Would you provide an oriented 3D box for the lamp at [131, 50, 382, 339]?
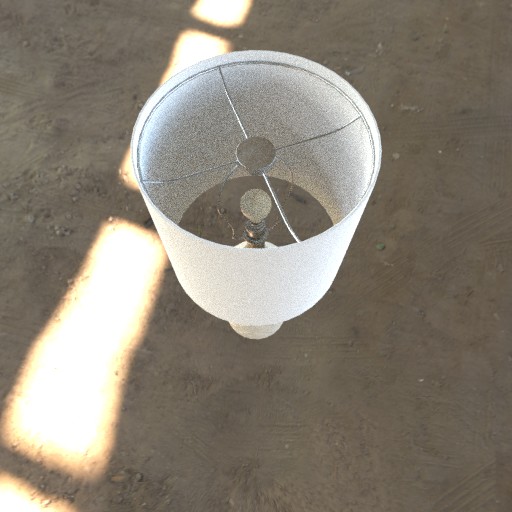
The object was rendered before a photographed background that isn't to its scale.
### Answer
[{"bbox_3d":[0.000,0.000,0.575,0.207,0.461,0.207,-19,67,-8],"label":"lamp"}]
